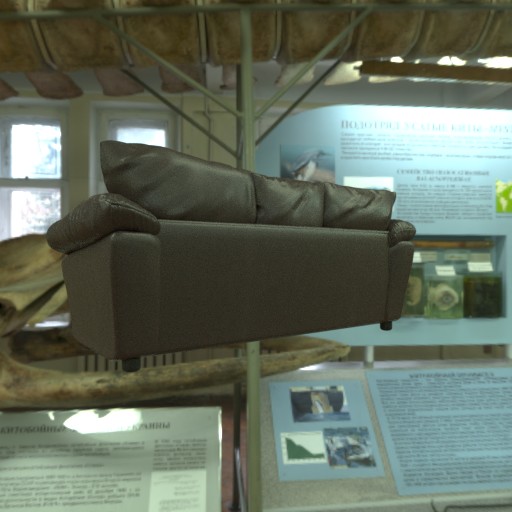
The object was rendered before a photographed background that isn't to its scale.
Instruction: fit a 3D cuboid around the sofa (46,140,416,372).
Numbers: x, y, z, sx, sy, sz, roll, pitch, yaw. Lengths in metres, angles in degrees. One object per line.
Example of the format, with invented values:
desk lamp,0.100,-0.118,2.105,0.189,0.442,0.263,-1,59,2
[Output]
sofa,0.000,0.000,2.883,2.390,1.091,0.907,0,0,-37
